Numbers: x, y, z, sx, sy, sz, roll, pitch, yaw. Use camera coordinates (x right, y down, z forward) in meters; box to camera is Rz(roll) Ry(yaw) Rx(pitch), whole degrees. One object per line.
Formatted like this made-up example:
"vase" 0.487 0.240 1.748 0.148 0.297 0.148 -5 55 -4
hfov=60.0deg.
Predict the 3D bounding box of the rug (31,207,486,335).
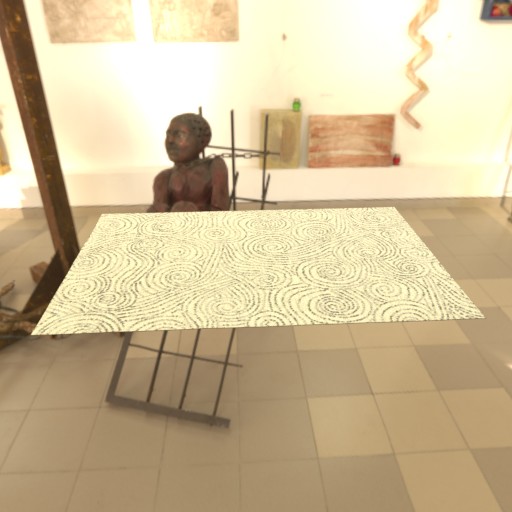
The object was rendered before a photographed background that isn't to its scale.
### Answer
"rug" 0.000 0.000 3.024 2.439 0.005 1.524 -2 30 -3
